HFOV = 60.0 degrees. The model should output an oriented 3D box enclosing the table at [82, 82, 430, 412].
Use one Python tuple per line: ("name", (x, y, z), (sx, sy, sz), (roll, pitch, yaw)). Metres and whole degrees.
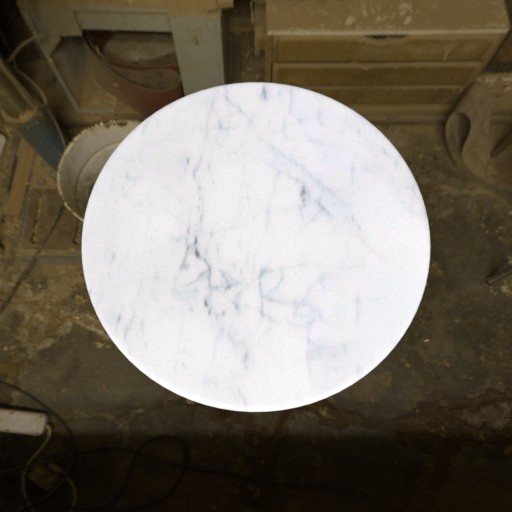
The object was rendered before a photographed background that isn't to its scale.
("table", (0.000, 0.000, 1.233), (0.800, 0.450, 0.800), (0, 73, 0))
